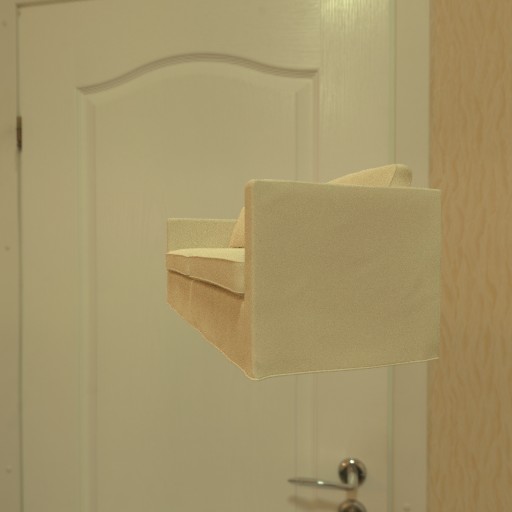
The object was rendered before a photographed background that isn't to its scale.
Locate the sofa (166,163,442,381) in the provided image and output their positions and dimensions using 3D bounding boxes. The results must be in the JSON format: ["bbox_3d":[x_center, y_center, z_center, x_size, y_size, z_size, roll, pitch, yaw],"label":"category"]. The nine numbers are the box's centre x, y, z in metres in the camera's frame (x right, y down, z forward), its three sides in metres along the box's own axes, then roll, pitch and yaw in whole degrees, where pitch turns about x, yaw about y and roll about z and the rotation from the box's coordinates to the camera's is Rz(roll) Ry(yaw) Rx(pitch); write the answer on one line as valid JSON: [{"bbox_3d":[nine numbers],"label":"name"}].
[{"bbox_3d":[0.000,0.000,3.314,1.036,0.999,2.779,0,1,-19],"label":"sofa"}]
